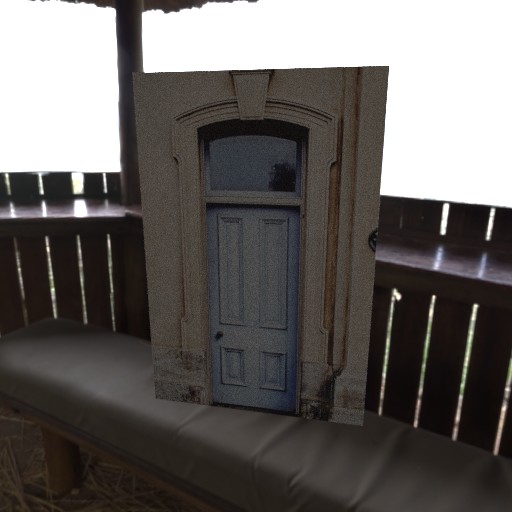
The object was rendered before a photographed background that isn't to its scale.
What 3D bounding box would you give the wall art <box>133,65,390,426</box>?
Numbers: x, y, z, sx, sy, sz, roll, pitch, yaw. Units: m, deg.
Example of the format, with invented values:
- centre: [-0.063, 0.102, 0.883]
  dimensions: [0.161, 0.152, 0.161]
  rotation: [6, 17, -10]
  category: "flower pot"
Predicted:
- centre: [0.000, 0.000, 0.780]
  dimensions: [0.403, 0.607, 0.036]
  rotation: [3, 16, 12]
  category: "wall art"
